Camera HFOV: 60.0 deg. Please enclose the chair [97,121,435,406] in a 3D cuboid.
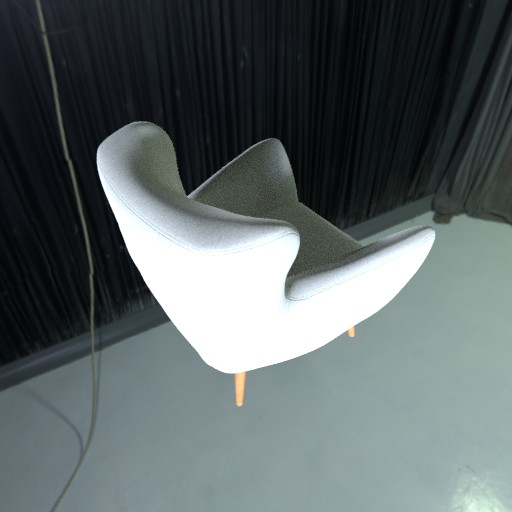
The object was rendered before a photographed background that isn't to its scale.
[{"bbox_3d":[0.000,0.000,1.629,0.889,0.889,0.890,-25,46,-27],"label":"chair"}]
